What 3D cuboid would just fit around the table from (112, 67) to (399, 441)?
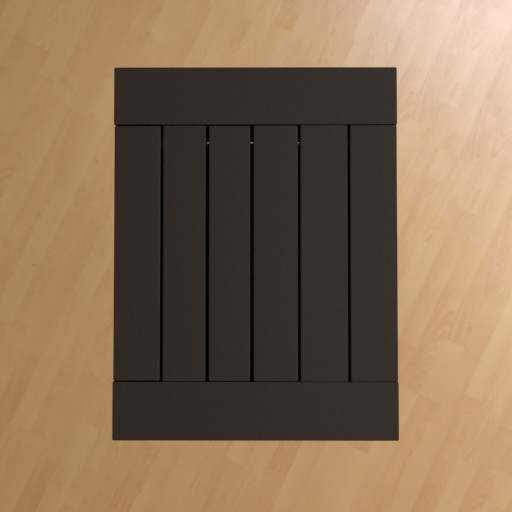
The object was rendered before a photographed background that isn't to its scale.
[{"bbox_3d":[0.000,0.000,1.013,0.460,0.604,0.602,0,89,0],"label":"table"}]
